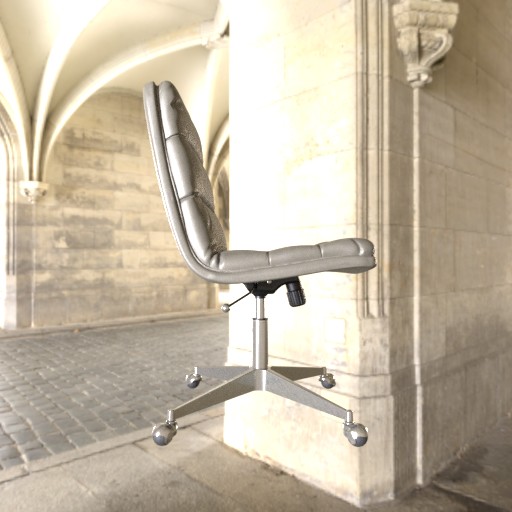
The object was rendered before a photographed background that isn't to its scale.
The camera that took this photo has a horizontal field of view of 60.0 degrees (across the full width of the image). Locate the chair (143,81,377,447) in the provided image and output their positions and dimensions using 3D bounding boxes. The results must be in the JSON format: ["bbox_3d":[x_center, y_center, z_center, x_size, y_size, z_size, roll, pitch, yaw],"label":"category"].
[{"bbox_3d":[0.000,0.000,1.051,0.485,0.738,0.422,0,0,0],"label":"chair"}]
